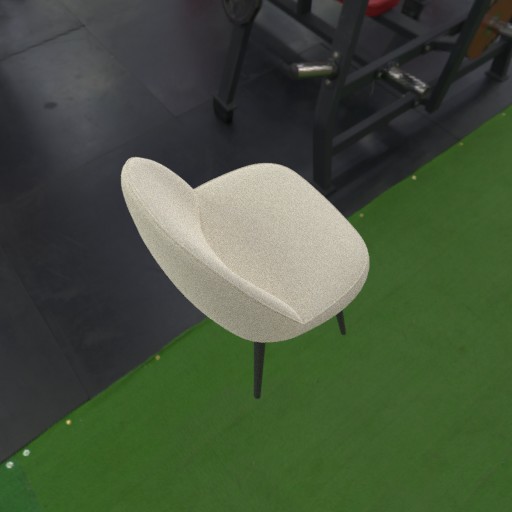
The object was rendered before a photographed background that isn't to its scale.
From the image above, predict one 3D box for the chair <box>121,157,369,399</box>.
[{"bbox_3d":[0.000,0.000,1.232,0.540,0.838,0.532,-32,64,-18],"label":"chair"}]
